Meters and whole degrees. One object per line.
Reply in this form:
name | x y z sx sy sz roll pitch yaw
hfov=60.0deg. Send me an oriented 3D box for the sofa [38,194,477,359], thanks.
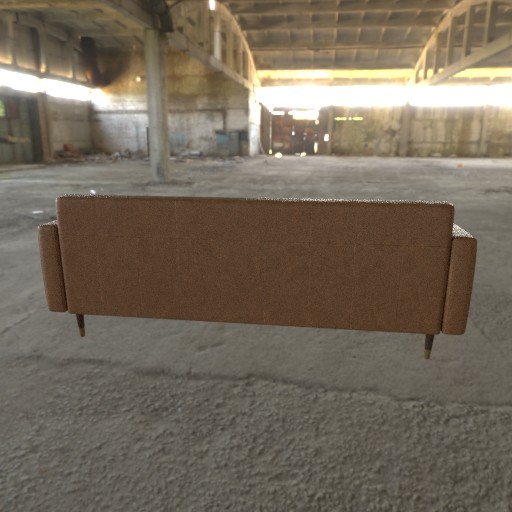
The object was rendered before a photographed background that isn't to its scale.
sofa | 0.000 0.000 2.731 2.291 0.821 0.990 2 15 8
